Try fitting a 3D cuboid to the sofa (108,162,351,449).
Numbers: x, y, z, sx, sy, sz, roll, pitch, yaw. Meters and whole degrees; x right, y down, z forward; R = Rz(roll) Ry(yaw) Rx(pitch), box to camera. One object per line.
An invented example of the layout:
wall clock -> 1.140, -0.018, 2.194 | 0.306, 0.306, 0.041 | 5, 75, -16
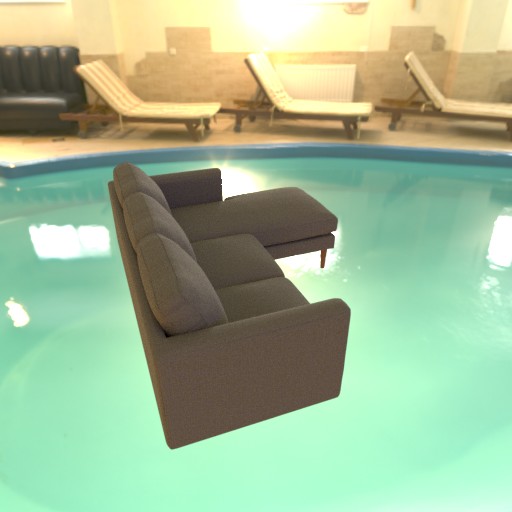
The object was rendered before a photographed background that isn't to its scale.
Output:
sofa -> 0.000, 0.000, 2.844 | 1.591, 0.897, 2.031 | -11, 32, -18
